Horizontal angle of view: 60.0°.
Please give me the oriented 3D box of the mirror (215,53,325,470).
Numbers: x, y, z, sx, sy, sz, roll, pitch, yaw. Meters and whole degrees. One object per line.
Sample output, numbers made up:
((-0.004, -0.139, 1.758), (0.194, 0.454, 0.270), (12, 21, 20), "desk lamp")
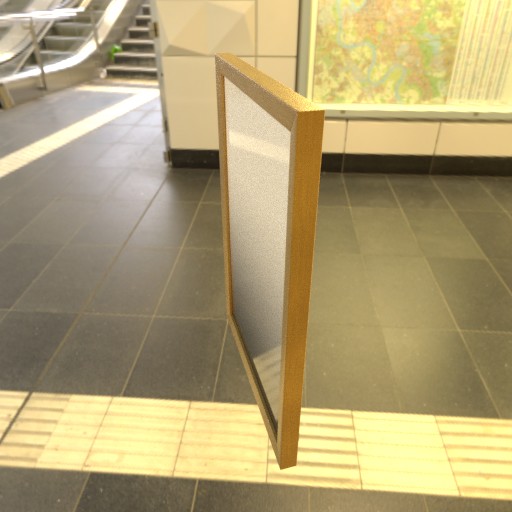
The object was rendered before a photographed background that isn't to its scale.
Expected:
((0.000, 0.000, 0.921), (0.040, 0.710, 0.507), (-8, 33, -13), "mirror")
